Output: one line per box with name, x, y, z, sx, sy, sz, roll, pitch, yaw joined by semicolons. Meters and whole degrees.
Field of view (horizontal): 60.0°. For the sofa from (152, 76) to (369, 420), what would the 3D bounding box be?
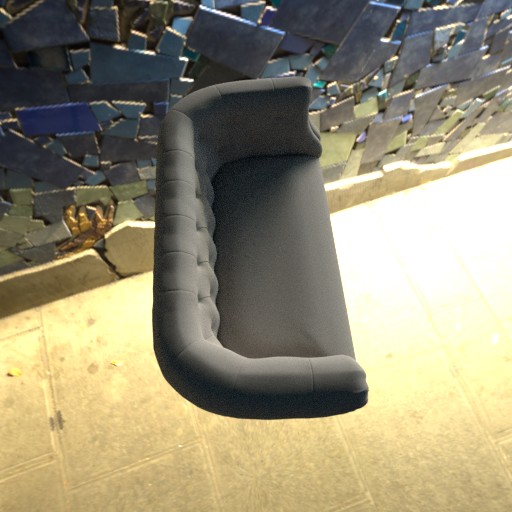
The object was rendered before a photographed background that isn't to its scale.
sofa;0.000;0.000;2.115;0.835;0.827;1.558;-4;64;-2
